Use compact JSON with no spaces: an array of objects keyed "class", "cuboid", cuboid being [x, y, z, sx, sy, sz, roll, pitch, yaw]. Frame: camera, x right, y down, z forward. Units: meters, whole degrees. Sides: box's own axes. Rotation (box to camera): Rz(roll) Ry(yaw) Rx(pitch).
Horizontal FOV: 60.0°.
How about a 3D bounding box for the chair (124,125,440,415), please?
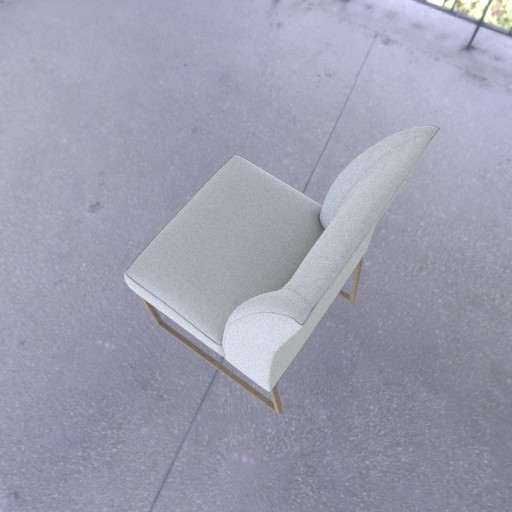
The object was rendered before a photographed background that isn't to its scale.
[{"class":"chair","cuboid":[0.000,0.000,1.168,0.522,0.863,0.508,33,68,15]}]
